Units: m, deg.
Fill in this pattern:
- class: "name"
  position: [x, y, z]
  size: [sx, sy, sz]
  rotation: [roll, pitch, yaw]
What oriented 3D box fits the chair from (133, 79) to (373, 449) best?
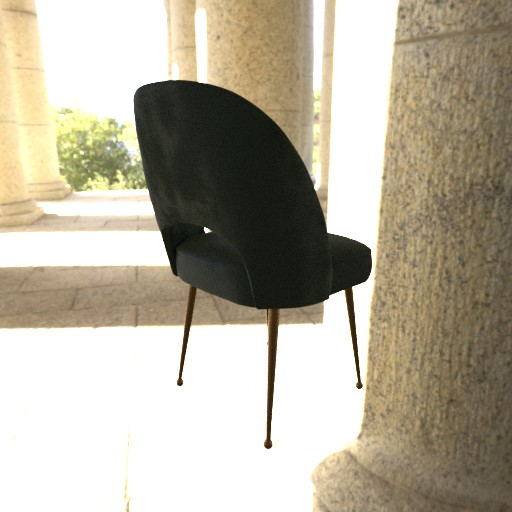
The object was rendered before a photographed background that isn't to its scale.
- class: "chair"
  position: [0.000, 0.000, 1.225]
  size: [0.577, 0.860, 0.527]
  rotation: [-14, 20, -41]
